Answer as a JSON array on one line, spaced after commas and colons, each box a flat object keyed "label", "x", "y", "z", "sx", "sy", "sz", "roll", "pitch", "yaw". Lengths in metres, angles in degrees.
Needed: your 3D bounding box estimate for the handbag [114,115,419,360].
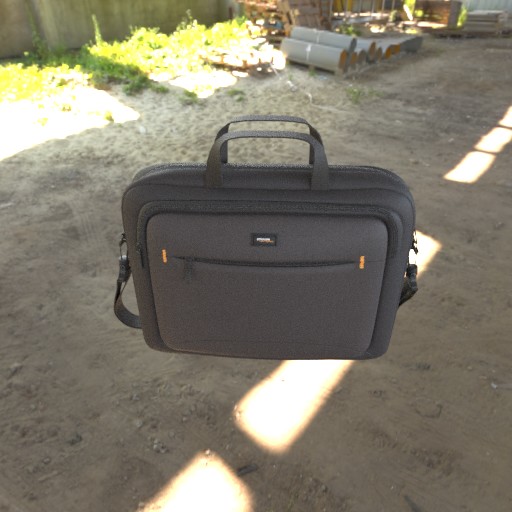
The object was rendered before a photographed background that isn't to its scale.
[{"label": "handbag", "x": 0.000, "y": 0.000, "z": 0.571, "sx": 0.429, "sy": 0.330, "sz": 0.126, "roll": 2, "pitch": 32, "yaw": 2}]
